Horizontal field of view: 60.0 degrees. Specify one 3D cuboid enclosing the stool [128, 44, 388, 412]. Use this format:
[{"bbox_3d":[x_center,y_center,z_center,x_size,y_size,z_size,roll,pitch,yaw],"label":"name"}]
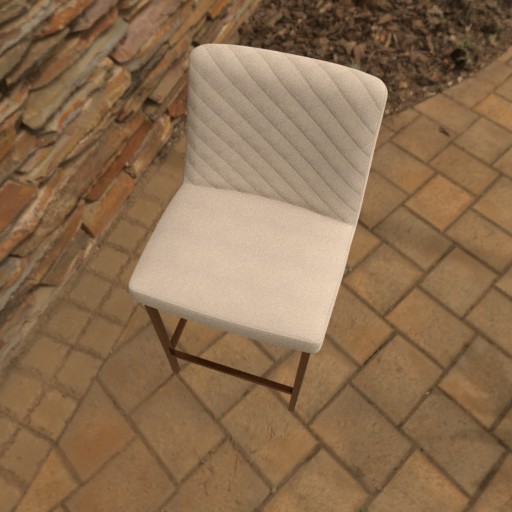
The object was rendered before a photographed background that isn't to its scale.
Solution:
[{"bbox_3d":[0.000,0.000,1.297,0.507,0.973,0.576,15,60,9],"label":"stool"}]
